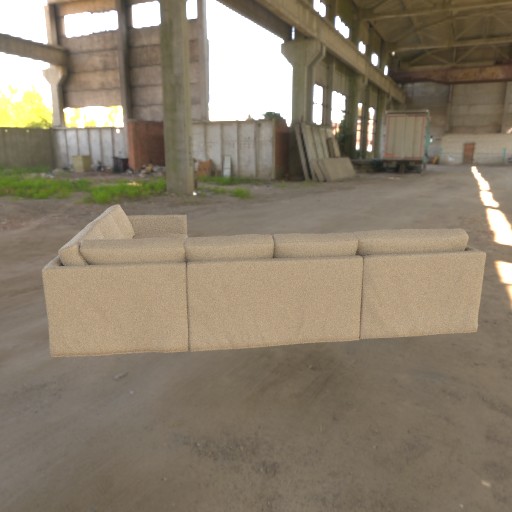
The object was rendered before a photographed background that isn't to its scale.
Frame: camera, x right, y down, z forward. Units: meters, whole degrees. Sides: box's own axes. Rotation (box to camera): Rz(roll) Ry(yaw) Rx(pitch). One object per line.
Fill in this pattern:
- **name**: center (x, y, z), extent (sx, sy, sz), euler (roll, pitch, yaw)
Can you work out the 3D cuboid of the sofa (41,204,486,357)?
- **sofa**: center (0.000, 0.000, 4.599), extent (3.528, 0.878, 2.476), euler (-2, 14, -8)
